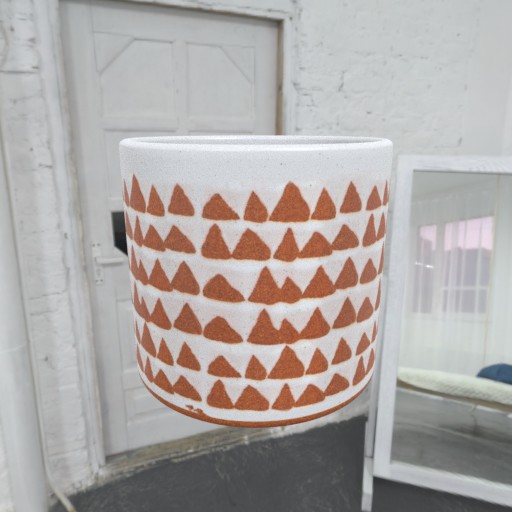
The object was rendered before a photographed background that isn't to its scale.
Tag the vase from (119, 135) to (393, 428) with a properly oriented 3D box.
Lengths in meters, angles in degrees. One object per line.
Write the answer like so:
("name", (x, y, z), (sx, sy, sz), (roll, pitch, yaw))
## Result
("vase", (0.000, 0.000, 0.247), (0.137, 0.127, 0.137), (0, 16, 0))
